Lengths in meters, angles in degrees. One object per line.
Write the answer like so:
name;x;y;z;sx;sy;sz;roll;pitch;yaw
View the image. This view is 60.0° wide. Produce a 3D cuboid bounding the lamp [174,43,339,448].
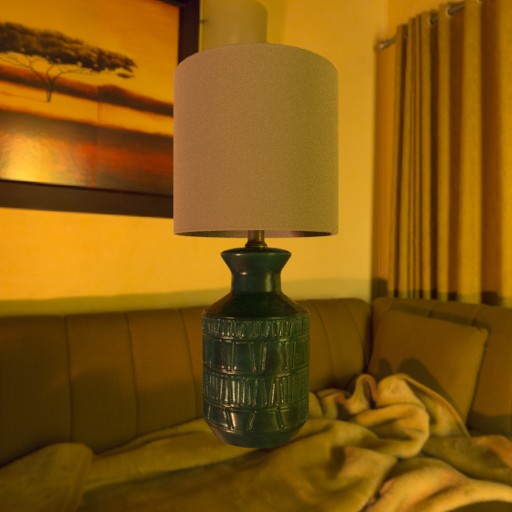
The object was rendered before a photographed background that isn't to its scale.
lamp;0.000;0.000;0.577;0.211;0.455;0.211;0;0;36
